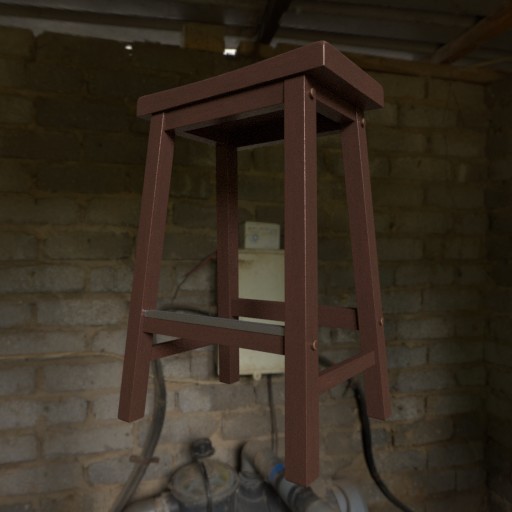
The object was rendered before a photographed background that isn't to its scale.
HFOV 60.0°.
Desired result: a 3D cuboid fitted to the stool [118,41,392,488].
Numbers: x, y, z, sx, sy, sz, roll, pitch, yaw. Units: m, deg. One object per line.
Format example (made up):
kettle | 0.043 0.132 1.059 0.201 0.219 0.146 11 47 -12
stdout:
stool | 0.000 0.000 0.832 0.406 0.610 0.322 1 1 36
